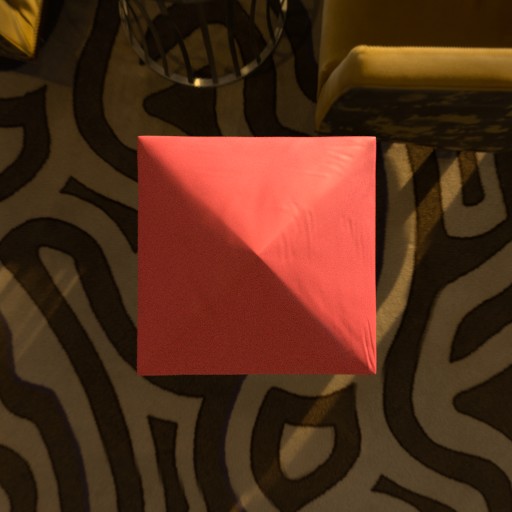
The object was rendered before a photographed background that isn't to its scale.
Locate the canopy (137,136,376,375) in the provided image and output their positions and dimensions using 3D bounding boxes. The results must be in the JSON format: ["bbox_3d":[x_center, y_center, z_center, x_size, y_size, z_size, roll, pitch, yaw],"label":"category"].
[{"bbox_3d":[0.000,0.000,6.643,3.599,3.600,3.600,0,90,-1],"label":"canopy"}]
